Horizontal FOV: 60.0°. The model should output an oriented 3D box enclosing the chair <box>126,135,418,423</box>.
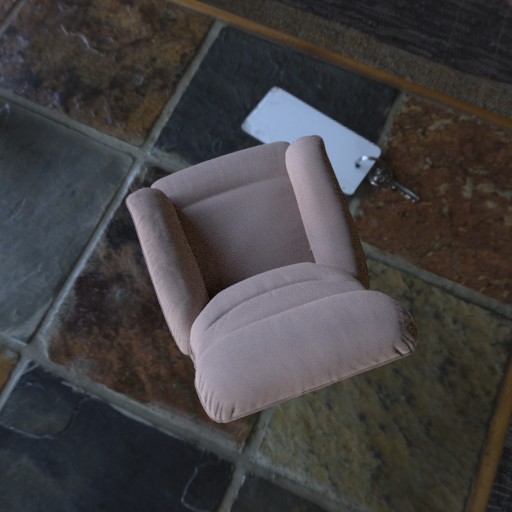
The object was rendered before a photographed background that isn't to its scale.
[{"bbox_3d":[0.000,0.000,1.727,0.820,1.037,1.004,-19,77,-5],"label":"chair"}]
